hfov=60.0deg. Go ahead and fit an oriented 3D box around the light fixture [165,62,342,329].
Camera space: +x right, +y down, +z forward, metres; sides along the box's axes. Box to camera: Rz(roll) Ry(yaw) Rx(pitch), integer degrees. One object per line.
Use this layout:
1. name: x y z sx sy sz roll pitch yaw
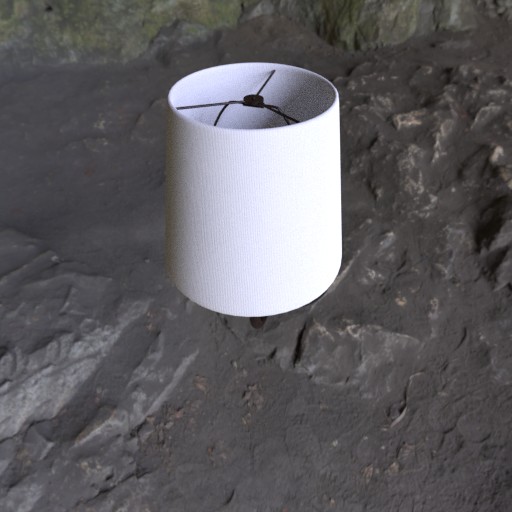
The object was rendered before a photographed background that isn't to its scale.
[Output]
1. light fixture: 0.000 0.000 0.444 0.168 0.337 0.188 11 43 13
